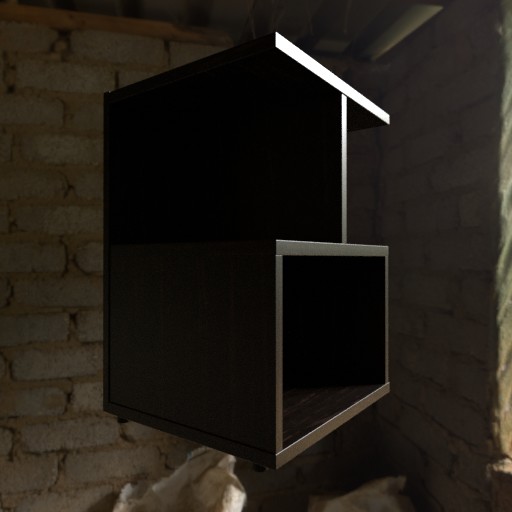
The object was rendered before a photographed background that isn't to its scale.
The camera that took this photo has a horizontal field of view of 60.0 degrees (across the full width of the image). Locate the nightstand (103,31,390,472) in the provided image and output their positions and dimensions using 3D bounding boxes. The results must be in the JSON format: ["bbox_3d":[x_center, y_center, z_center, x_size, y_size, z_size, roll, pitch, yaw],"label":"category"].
[{"bbox_3d":[0.000,0.000,0.814,0.356,0.559,0.400,0,0,36],"label":"nightstand"}]
